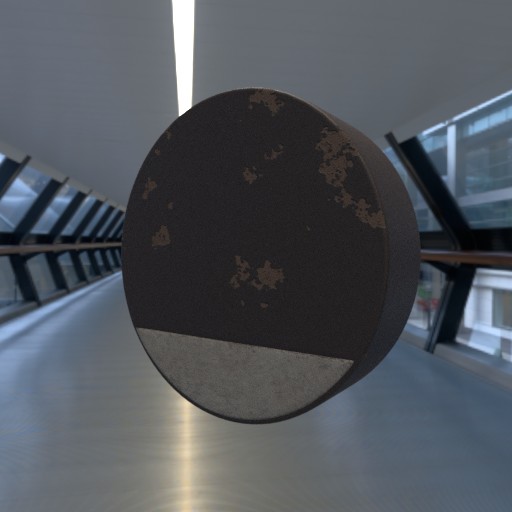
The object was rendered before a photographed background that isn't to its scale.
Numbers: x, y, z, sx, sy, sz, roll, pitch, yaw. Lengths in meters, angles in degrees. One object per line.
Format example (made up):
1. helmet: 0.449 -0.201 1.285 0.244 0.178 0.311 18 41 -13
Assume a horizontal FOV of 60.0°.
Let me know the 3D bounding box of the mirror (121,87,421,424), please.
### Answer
1. mirror: 0.000 0.000 0.567 0.386 0.386 0.126 1 1 36
